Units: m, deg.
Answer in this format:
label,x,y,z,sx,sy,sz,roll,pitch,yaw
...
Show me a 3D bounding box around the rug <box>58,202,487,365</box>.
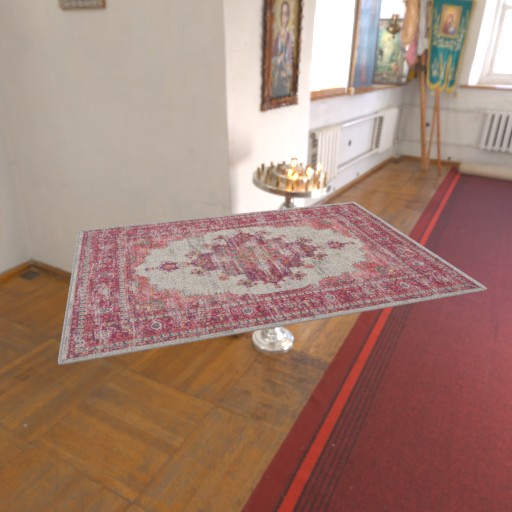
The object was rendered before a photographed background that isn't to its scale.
label,x,y,z,sx,sy,sz,roll,pitch,yaw
rug,0.000,0.000,2.845,2.232,0.011,1.555,-7,27,-15
